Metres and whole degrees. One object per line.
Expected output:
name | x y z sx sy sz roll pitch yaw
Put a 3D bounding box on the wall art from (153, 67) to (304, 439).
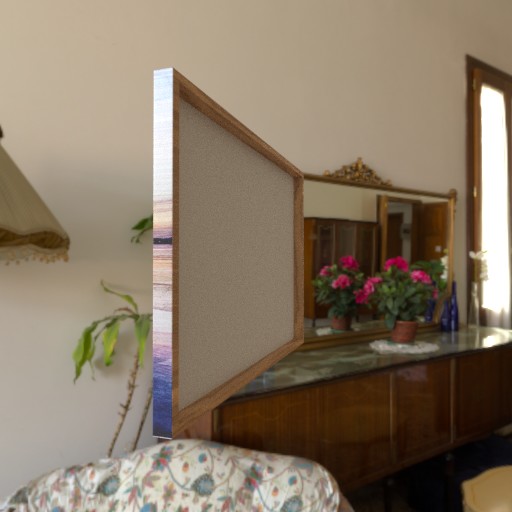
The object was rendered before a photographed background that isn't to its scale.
wall art | 0.000 0.000 1.155 0.037 0.605 0.911 0 -1 20
